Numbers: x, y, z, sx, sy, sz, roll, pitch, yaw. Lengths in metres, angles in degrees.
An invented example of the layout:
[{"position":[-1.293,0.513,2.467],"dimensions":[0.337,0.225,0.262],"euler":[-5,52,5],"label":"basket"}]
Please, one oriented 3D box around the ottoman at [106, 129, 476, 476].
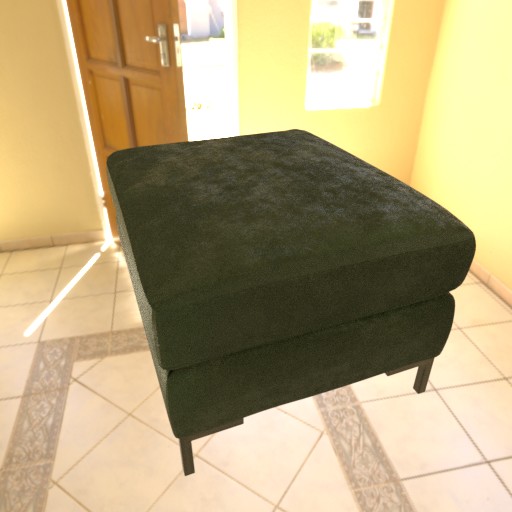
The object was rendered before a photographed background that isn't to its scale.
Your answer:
[{"position":[0.000,0.000,1.256],"dimensions":[0.701,0.538,0.839],"euler":[-12,33,-18],"label":"ottoman"}]
